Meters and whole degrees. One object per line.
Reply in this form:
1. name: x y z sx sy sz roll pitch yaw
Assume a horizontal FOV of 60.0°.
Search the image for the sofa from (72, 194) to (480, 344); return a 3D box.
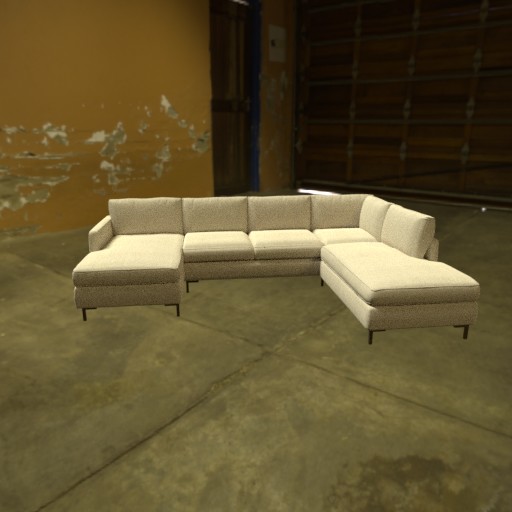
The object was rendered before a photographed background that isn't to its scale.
1. sofa: 0.000 0.000 3.593 2.737 0.756 1.879 -2 16 -7
